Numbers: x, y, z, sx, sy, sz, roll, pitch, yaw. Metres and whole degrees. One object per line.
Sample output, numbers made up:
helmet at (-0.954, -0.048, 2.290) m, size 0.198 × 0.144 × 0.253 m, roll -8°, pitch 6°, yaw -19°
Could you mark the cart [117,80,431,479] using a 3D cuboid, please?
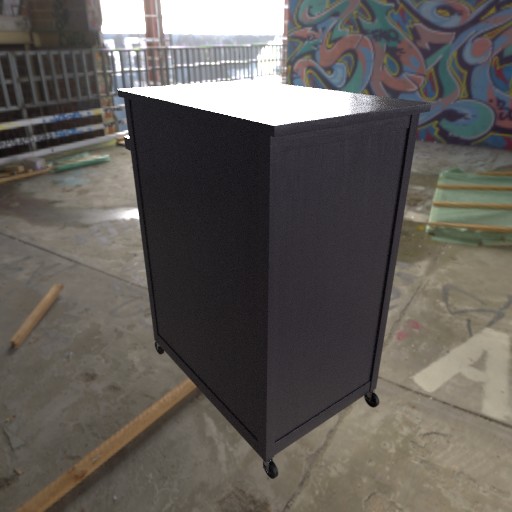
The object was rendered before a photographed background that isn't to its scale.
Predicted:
cart at (0.000, 0.000, 1.276) m, size 0.449 × 0.878 × 0.690 m, roll -19°, pitch 32°, yaw -33°
